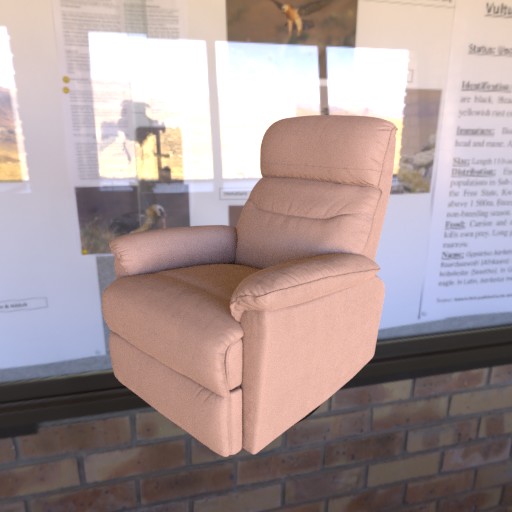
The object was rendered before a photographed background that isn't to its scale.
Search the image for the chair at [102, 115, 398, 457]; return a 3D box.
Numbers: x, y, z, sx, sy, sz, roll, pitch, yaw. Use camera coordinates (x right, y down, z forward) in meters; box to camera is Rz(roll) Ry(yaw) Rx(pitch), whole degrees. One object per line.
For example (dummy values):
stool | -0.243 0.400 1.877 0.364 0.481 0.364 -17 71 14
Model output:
chair | 0.000 0.000 1.680 0.820 1.037 1.004 15 22 42
